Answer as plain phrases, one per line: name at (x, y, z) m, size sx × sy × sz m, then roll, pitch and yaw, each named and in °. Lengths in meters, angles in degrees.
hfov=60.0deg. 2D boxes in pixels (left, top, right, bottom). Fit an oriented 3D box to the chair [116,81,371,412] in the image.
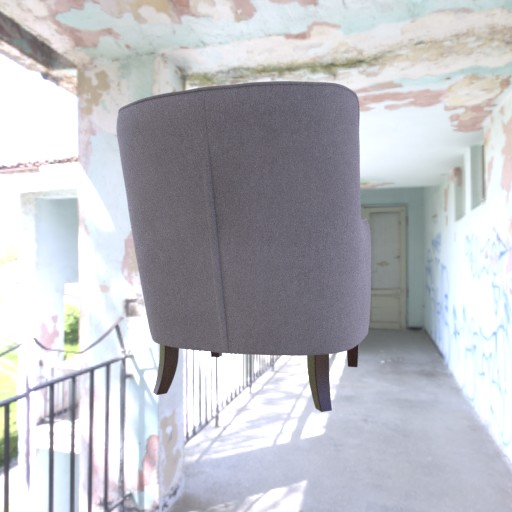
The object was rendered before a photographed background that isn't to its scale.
chair at (0.000, 0.000, 1.598) m, size 0.781 × 0.919 × 0.910 m, roll 0°, pitch -1°, yaw 17°
